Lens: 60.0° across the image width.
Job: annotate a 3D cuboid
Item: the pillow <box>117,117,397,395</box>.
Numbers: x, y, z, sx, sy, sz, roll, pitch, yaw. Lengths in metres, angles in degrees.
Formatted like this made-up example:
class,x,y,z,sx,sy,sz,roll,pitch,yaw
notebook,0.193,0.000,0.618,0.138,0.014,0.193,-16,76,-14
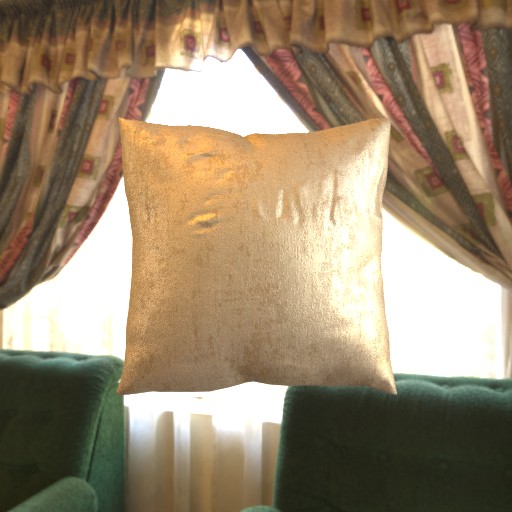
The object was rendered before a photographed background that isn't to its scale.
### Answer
class,x,y,z,sx,sy,sz,roll,pitch,yaw
pillow,0.000,0.000,0.725,0.450,0.448,0.245,0,-1,1
